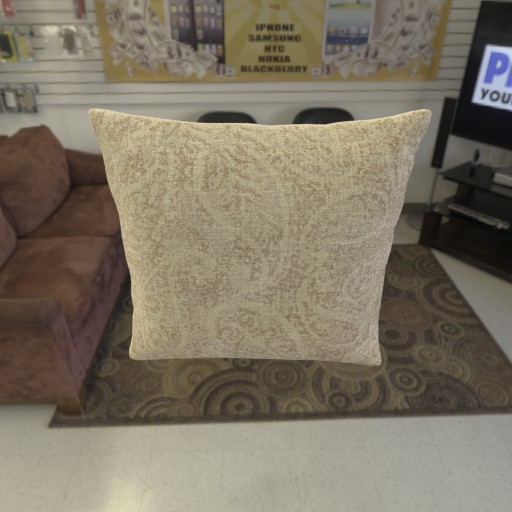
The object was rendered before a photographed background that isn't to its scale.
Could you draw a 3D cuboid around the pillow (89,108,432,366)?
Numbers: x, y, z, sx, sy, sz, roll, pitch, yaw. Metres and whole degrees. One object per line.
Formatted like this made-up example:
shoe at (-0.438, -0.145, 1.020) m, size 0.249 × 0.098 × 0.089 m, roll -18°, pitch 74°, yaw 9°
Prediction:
pillow at (0.000, 0.000, 0.793) m, size 0.523 × 0.510 × 0.166 m, roll 1°, pitch 31°, yaw 1°
